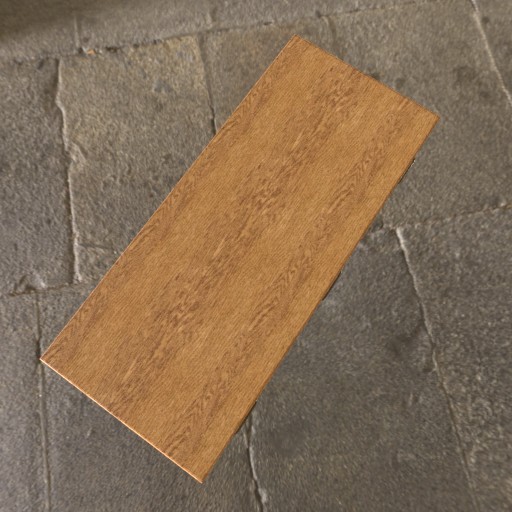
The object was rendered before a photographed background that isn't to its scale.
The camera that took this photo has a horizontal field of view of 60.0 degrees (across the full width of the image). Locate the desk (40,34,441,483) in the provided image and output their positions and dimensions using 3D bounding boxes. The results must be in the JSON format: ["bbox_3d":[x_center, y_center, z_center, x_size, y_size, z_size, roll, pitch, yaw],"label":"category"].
[{"bbox_3d":[0.000,0.000,1.959,0.685,0.751,1.567,34,78,8],"label":"desk"}]
